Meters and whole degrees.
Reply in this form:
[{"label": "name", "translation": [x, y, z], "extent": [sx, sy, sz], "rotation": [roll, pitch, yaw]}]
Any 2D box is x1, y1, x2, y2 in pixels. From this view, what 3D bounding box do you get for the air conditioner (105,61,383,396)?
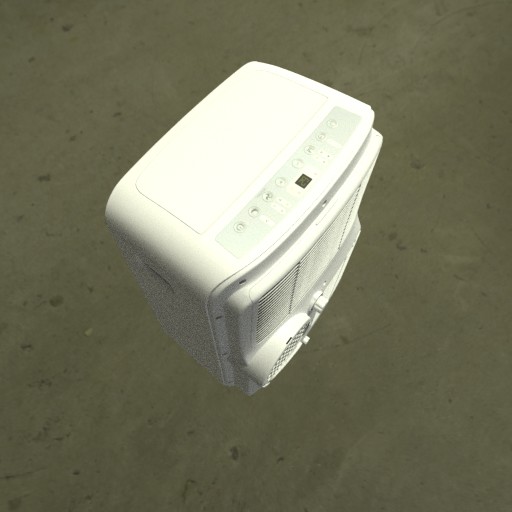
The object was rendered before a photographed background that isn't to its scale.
[{"label": "air conditioner", "translation": [0.000, 0.000, 0.961], "extent": [0.365, 0.700, 0.454], "rotation": [34, 69, 15]}]
